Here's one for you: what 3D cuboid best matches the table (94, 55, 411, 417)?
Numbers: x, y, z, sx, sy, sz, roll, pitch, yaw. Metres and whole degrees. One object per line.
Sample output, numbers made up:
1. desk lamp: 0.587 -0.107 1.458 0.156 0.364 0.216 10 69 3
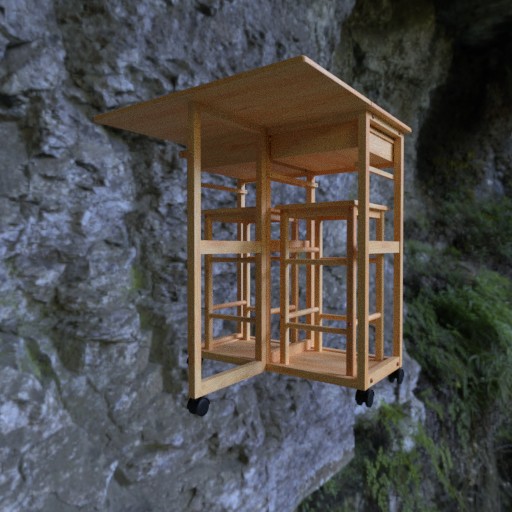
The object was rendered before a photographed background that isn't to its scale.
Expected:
1. table: 0.000 0.000 1.395 0.752 0.832 0.693 1 1 36
